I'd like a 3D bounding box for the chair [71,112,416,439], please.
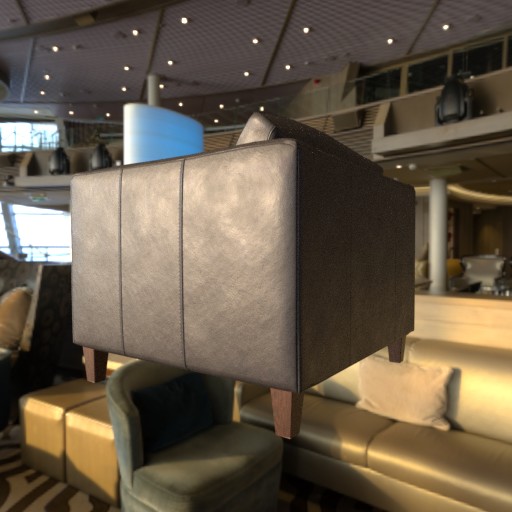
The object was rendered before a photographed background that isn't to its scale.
[{"bbox_3d":[0.000,0.000,1.574,0.862,0.811,0.939,1,1,35],"label":"chair"}]
